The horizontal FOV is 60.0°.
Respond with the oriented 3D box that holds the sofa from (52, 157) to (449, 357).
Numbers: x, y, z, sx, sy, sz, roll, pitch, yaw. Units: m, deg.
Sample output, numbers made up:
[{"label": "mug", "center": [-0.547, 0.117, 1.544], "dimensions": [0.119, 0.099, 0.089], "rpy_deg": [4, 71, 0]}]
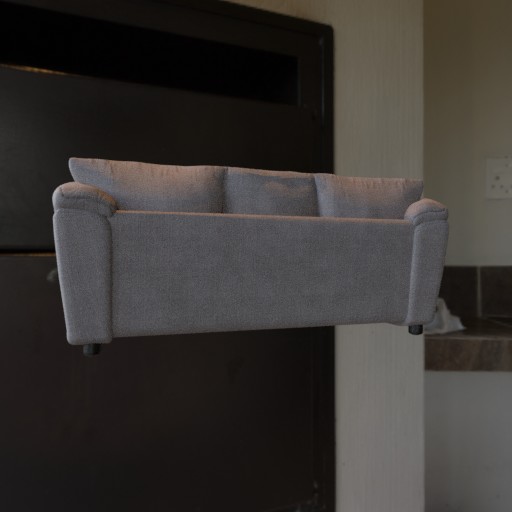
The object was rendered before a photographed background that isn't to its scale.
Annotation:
[{"label": "sofa", "center": [0.000, 0.000, 2.782], "dimensions": [2.334, 0.996, 0.878], "rpy_deg": [0, 0, -18]}]
